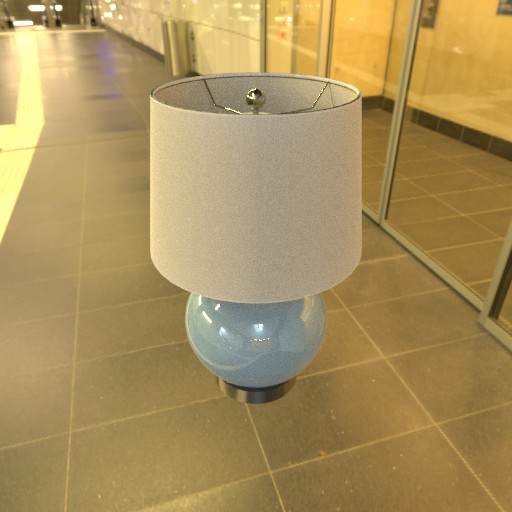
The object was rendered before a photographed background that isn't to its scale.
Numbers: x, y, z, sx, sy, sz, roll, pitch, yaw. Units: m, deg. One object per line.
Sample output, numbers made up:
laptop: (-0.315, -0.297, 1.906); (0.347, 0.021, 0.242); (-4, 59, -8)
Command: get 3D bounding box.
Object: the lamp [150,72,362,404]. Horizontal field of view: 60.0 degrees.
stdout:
lamp: (0.000, 0.000, 0.539); (0.247, 0.387, 0.247); (0, 31, 0)
